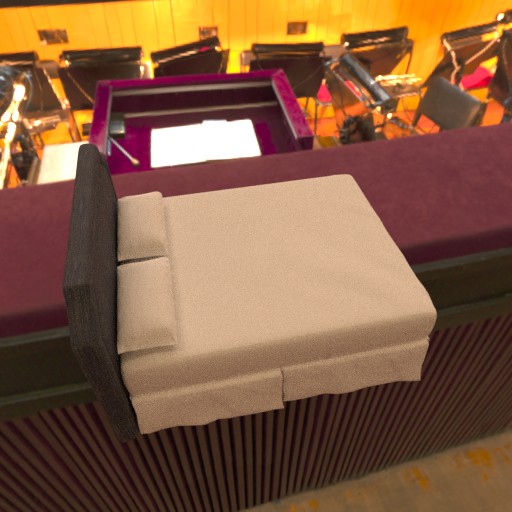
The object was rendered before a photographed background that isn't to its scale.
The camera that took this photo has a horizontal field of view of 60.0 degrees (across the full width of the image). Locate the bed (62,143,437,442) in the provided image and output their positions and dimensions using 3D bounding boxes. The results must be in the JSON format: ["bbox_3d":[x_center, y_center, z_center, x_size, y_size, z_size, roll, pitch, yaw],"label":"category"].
[{"bbox_3d":[0.000,0.000,3.074,2.116,1.290,1.693,-9,46,-9],"label":"bed"}]
